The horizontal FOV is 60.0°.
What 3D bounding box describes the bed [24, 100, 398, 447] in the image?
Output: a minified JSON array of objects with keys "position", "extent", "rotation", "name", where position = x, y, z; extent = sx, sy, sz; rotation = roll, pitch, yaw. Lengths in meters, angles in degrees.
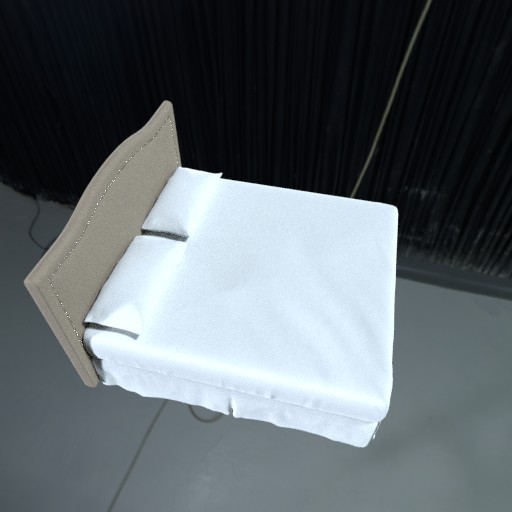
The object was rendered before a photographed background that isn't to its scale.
[{"position":[0.000,0.000,3.411],"extent":[2.182,1.421,2.083],"rotation":[10,48,9],"name":"bed"}]
